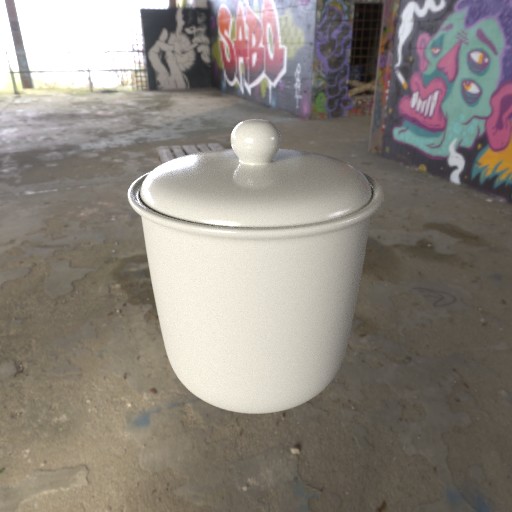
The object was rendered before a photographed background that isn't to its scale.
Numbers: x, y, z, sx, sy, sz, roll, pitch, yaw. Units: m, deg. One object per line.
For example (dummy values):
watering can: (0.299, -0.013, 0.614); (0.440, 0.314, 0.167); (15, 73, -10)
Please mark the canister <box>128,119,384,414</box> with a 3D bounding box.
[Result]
canister: (0.000, 0.000, 0.350); (0.182, 0.208, 0.182); (0, 26, 0)
